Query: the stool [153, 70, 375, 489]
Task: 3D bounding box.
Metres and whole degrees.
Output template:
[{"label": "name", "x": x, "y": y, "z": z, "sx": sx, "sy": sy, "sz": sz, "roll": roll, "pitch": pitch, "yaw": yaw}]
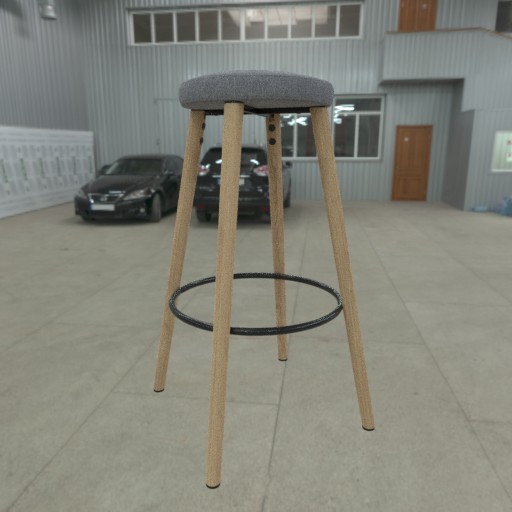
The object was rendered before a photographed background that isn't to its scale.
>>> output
[{"label": "stool", "x": 0.000, "y": 0.000, "z": 1.006, "sx": 0.410, "sy": 0.770, "sz": 0.410, "roll": -7, "pitch": 15, "yaw": -27}]
